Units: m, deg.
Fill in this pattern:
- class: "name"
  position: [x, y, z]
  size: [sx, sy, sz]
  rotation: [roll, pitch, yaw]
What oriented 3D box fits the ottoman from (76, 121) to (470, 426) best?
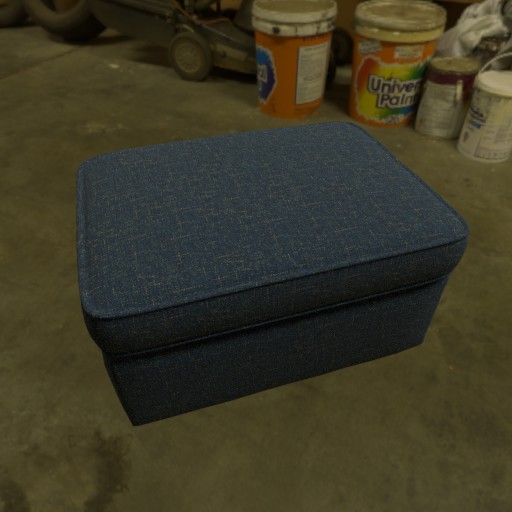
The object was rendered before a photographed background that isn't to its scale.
- class: "ottoman"
  position: [0.000, 0.000, 1.074]
  size: [0.749, 0.450, 0.549]
  rotation: [-12, 43, -13]
